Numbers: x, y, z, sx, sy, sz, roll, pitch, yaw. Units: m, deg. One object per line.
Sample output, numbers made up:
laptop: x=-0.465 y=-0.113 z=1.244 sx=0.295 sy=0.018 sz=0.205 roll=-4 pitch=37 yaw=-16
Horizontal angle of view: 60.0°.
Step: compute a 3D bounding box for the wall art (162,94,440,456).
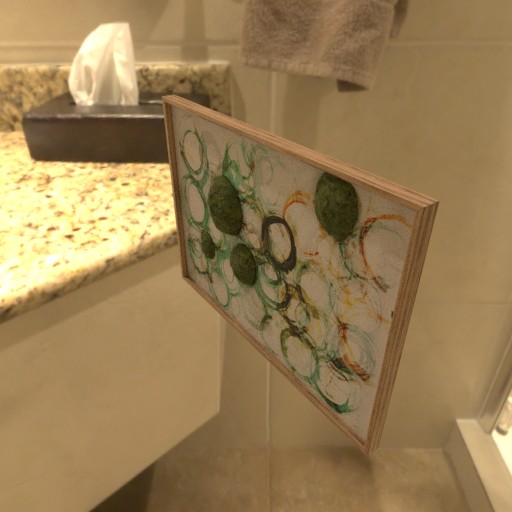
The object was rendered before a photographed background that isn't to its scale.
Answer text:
wall art: x=0.000 y=0.000 z=1.098 sx=0.063 sy=0.609 sz=0.841 roll=-22 pitch=39 yaw=-30
